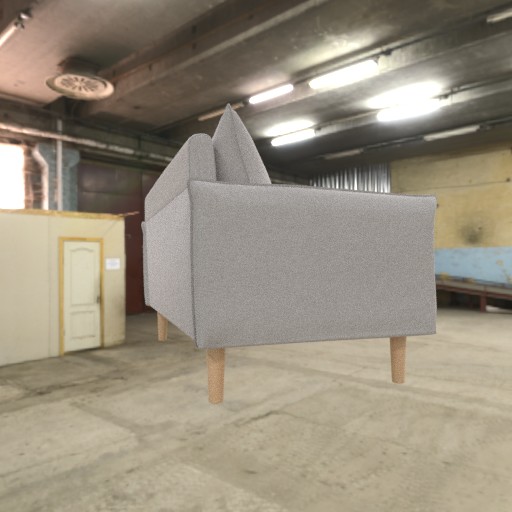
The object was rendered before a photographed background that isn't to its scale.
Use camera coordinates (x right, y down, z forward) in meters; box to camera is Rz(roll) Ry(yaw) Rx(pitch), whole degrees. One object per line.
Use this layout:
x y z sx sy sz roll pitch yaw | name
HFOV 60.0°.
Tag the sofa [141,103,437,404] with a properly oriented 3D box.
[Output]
0.000 0.000 1.850 0.820 0.840 1.300 0 -1 -20 | sofa
